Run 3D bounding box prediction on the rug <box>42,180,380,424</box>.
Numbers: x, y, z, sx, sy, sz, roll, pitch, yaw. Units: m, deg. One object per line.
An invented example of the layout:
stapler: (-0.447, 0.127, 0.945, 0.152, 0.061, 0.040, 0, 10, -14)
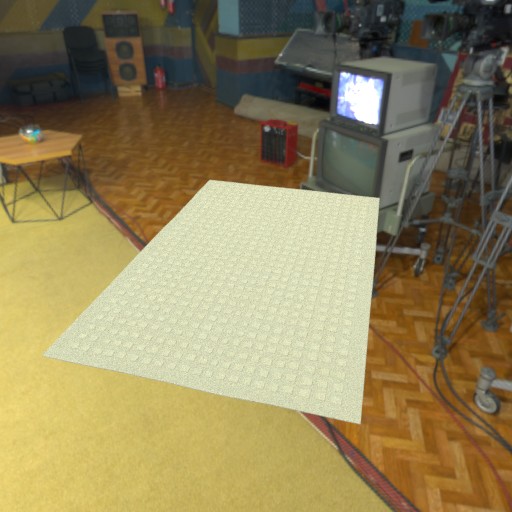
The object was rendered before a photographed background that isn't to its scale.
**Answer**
rug: (0.000, 0.000, 2.206, 1.143, 0.006, 1.747, 8, 33, 13)
